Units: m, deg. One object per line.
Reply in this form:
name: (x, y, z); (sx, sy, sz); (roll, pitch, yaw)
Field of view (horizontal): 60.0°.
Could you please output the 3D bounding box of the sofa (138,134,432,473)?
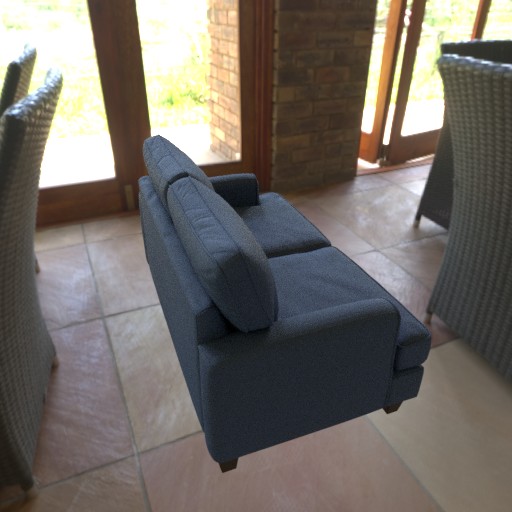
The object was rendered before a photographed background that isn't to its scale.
sofa: (0.000, 0.000, 2.260); (0.965, 0.965, 1.651); (-11, 32, -18)
